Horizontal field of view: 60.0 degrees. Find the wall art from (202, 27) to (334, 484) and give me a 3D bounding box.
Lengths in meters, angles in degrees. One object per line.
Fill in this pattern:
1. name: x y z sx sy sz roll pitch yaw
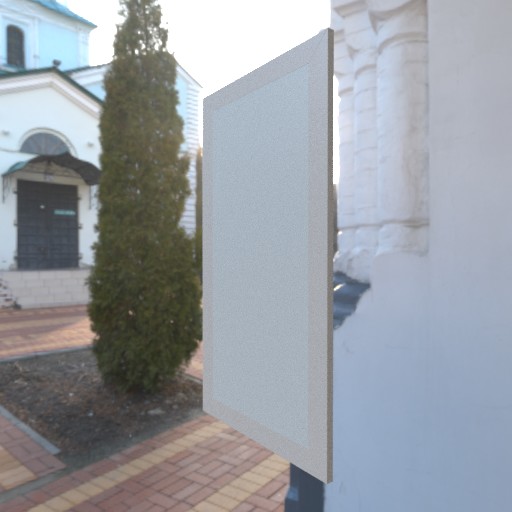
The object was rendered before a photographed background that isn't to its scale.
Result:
1. wall art: 0.000 0.000 0.820 0.013 0.683 0.380 -1 1 -36
